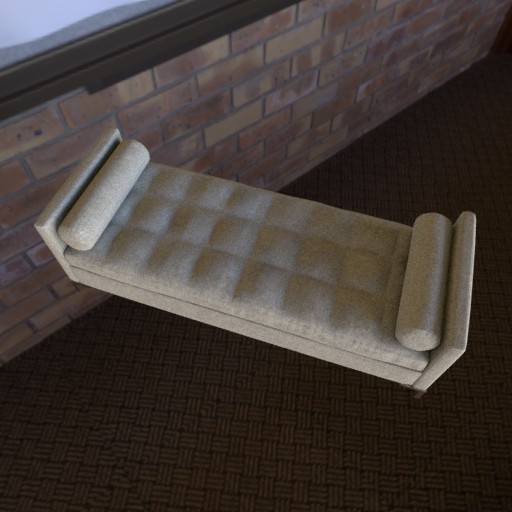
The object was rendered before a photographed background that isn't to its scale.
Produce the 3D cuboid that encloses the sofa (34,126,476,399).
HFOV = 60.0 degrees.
[{"bbox_3d":[0.000,0.000,2.467,2.102,0.657,0.797,16,58,10],"label":"sofa"}]
